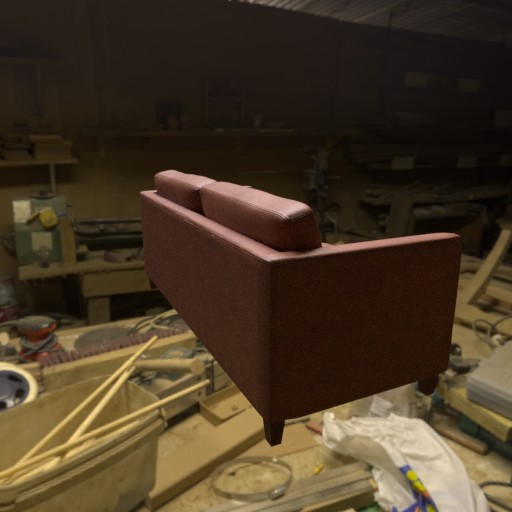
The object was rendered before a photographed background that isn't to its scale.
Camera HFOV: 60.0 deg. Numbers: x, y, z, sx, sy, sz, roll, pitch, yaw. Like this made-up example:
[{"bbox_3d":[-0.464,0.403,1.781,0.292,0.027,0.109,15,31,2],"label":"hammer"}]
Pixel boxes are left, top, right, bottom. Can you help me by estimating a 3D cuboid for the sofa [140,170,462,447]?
[{"bbox_3d":[0.000,0.000,2.689,0.950,0.932,2.204,-7,17,-25],"label":"sofa"}]
